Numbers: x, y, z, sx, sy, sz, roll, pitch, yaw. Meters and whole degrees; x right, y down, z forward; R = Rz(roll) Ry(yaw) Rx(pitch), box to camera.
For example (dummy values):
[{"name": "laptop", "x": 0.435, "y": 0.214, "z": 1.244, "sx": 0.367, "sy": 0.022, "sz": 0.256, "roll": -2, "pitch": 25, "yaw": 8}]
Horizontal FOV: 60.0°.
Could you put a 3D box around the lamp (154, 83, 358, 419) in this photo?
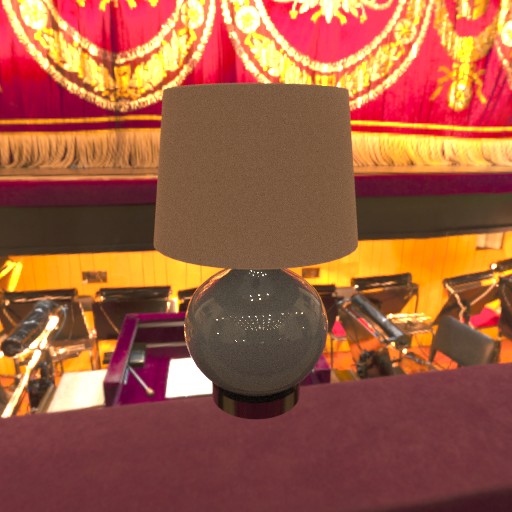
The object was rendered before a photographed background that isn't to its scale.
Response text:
[{"name": "lamp", "x": 0.000, "y": 0.000, "z": 0.553, "sx": 0.247, "sy": 0.387, "sz": 0.247, "roll": 0, "pitch": 16, "yaw": 0}]
